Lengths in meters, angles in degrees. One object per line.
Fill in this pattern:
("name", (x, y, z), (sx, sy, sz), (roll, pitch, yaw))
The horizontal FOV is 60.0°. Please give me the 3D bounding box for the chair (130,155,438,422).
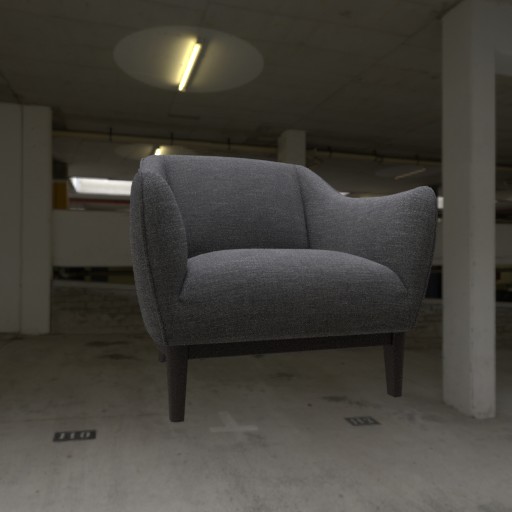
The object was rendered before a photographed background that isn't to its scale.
("chair", (0.000, 0.000, 1.543), (0.870, 0.829, 0.851), (0, 0, -18))
